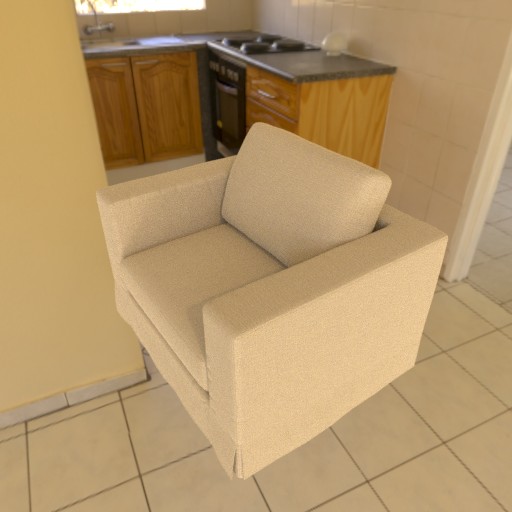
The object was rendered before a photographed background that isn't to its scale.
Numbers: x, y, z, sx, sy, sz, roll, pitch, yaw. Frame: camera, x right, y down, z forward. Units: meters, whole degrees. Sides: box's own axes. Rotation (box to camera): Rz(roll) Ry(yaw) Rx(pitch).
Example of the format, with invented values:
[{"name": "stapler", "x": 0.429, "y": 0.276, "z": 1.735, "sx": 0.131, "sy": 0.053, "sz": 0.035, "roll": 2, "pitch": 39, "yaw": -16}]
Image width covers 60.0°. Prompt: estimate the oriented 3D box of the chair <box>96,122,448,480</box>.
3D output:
[{"name": "chair", "x": 0.000, "y": 0.000, "z": 1.858, "sx": 0.957, "sy": 0.878, "sz": 1.150, "roll": -21, "pitch": 39, "yaw": -29}]
